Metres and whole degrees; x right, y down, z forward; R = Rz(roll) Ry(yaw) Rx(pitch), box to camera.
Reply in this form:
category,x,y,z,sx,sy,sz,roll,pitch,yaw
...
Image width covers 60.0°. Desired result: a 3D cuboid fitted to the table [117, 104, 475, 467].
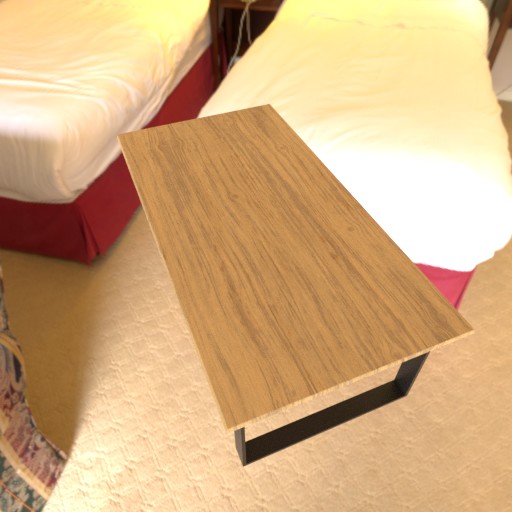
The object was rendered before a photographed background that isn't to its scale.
category,x,y,z,sx,sy,sz,roll,pitch,yaw
table,0.000,0.000,1.650,0.693,0.445,1.331,-17,48,-15
